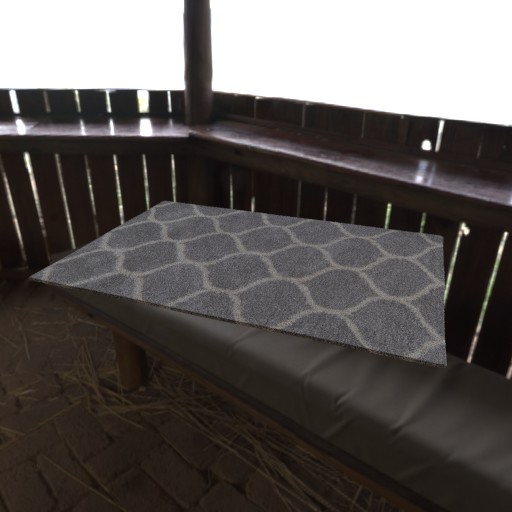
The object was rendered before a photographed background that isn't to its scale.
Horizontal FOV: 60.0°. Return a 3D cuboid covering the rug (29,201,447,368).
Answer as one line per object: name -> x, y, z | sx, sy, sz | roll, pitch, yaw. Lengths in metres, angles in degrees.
rug -> 0.000, 0.000, 3.403 | 2.701, 0.026, 1.801 | 9, 27, 18
